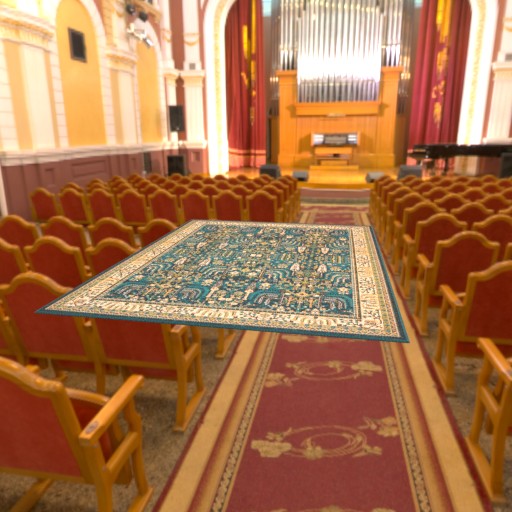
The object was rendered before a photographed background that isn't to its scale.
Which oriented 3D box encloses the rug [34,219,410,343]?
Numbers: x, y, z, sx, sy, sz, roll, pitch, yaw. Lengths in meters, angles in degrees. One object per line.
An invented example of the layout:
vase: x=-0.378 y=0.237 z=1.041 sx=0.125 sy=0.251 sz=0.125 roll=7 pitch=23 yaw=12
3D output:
rug: x=0.000 y=0.000 z=3.984 sx=2.226 sy=0.015 sz=3.044 roll=3 pitch=16 yaw=10
